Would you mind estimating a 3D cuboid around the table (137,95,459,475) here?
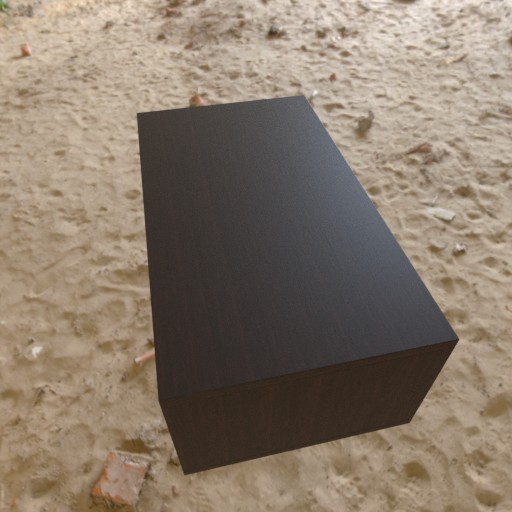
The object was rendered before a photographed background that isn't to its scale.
[{"bbox_3d":[0.000,0.000,1.350,0.590,0.460,1.050,-9,47,-9],"label":"table"}]
